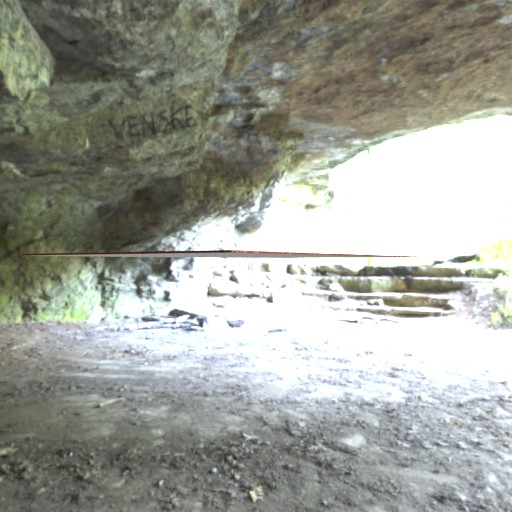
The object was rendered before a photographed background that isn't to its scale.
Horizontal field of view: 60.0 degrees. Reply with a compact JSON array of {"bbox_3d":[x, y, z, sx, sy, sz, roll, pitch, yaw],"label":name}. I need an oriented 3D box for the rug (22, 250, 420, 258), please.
[{"bbox_3d":[0.000,0.000,3.059,1.531,0.010,2.442,-1,-1,36],"label":"rug"}]
